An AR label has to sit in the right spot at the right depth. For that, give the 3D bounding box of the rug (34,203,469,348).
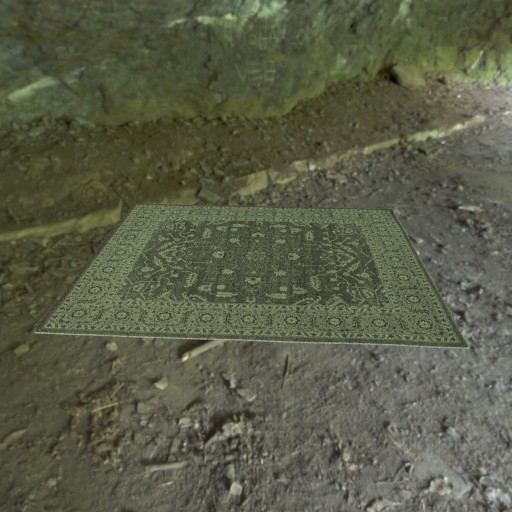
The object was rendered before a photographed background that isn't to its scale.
[{"bbox_3d":[0.000,0.000,4.165,3.069,0.026,2.451,1,29,3],"label":"rug"}]
